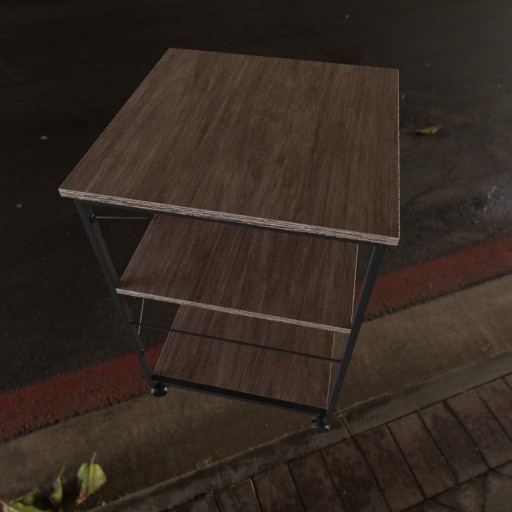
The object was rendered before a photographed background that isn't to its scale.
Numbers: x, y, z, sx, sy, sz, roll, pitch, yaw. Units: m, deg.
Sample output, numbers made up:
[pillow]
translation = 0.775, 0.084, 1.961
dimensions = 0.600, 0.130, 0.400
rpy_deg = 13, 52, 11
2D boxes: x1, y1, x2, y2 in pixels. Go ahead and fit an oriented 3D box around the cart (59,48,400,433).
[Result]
[cart]
translation = 0.000, 0.000, 1.108
dimensions = 0.520, 0.762, 0.521
rpy_deg = 9, 49, 8
